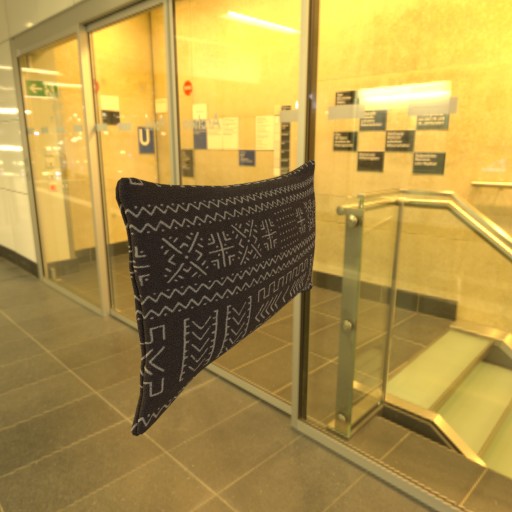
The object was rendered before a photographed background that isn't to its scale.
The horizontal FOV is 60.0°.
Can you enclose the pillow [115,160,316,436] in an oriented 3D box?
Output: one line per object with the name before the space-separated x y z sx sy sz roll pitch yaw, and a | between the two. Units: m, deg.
pillow | 0.000 0.000 0.801 0.135 0.322 0.667 7 15 25
